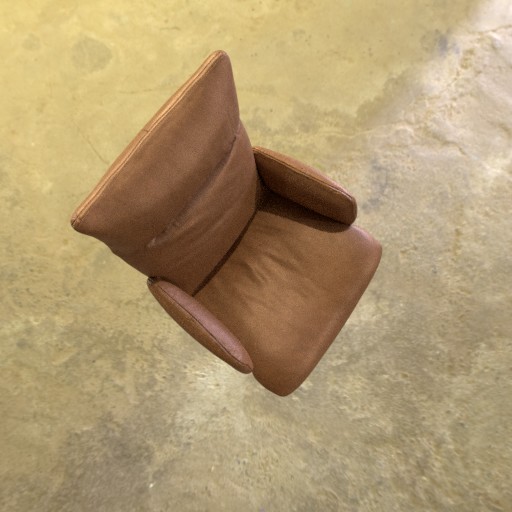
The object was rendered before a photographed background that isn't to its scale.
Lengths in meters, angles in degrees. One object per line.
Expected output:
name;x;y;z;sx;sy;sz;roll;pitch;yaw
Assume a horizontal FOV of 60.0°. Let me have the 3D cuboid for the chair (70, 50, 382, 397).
chair;0.000;0.000;1.554;0.794;1.027;0.711;34;77;9
